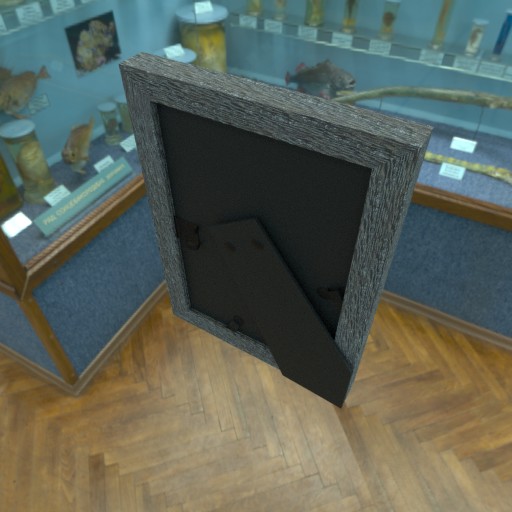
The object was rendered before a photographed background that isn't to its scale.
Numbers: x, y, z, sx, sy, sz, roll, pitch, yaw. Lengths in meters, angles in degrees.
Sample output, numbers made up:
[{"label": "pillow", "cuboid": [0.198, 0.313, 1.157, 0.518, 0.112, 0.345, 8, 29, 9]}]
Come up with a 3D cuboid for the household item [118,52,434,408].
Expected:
[{"label": "household item", "cuboid": [0.000, 0.000, 0.237, 0.133, 0.180, 0.020, 23, 50, 21]}]
